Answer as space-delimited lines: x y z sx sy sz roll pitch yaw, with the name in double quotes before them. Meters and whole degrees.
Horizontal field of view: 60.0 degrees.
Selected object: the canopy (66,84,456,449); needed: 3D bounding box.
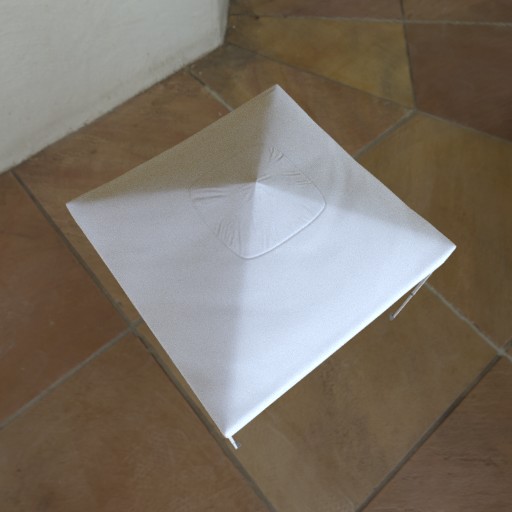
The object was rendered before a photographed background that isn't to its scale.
"canopy" 0.000 0.000 5.380 2.998 2.997 2.996 -35 68 -16
